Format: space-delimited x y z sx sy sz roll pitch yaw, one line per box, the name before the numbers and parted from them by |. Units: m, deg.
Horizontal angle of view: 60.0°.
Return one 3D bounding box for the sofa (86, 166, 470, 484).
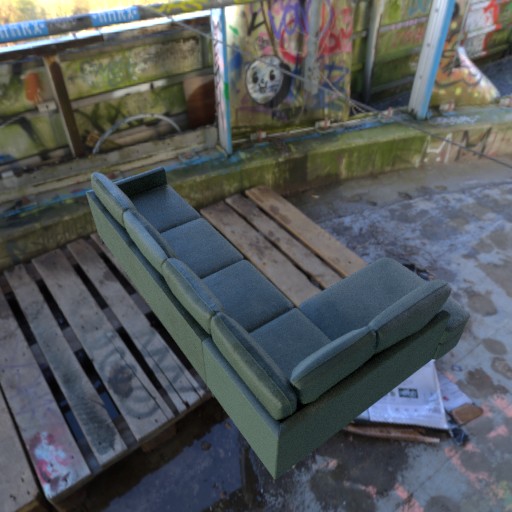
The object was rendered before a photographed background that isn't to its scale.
sofa | 0.000 0.000 4.297 2.048 0.996 3.384 -26 48 -26
